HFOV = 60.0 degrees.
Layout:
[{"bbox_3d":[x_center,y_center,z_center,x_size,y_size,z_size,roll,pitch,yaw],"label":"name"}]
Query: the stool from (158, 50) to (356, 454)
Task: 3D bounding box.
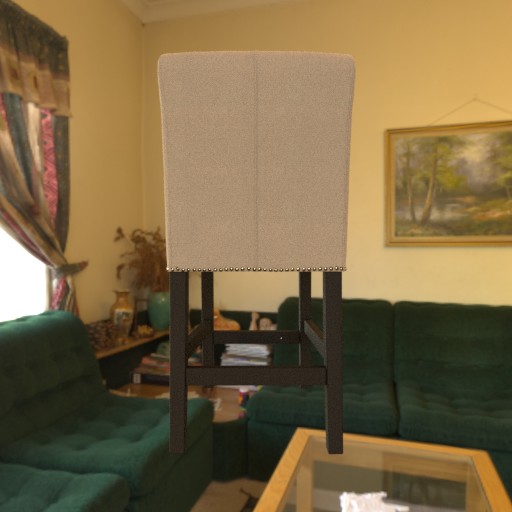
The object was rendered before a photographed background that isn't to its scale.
[{"bbox_3d":[0.000,0.000,1.208,0.427,0.885,0.571,0,1,0],"label":"stool"}]
